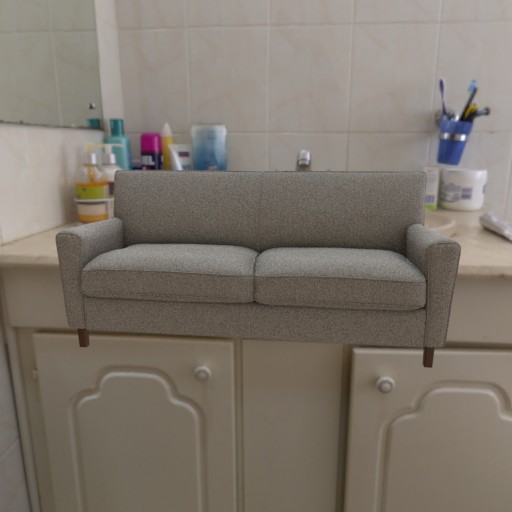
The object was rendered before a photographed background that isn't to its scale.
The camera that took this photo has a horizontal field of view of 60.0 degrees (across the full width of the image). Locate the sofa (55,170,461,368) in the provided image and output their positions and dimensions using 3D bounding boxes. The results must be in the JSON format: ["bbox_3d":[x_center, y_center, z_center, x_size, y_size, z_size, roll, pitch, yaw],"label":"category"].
[{"bbox_3d":[0.000,0.000,2.566,2.026,0.942,0.854,2,13,7],"label":"sofa"}]
